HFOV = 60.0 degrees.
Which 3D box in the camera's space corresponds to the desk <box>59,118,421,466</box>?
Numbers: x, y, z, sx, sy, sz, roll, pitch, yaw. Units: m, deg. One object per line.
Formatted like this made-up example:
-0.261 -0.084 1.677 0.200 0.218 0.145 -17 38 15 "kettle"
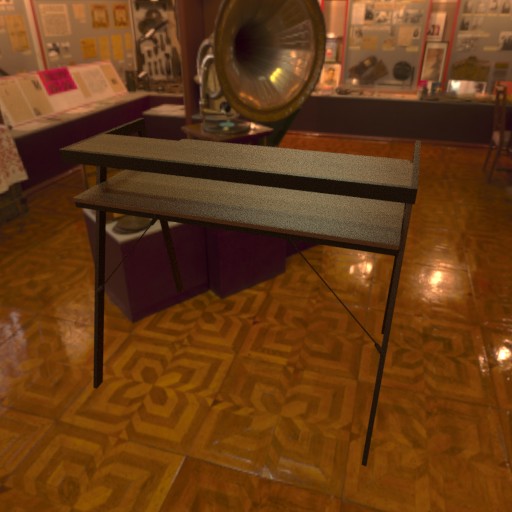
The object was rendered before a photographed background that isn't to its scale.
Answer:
0.000 0.000 1.866 1.143 0.998 0.936 10 31 16 "desk"
